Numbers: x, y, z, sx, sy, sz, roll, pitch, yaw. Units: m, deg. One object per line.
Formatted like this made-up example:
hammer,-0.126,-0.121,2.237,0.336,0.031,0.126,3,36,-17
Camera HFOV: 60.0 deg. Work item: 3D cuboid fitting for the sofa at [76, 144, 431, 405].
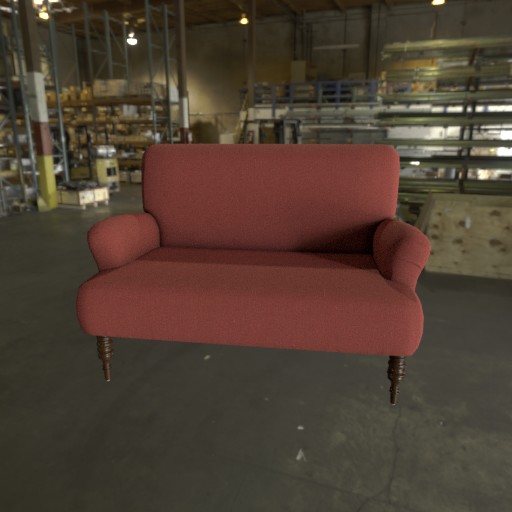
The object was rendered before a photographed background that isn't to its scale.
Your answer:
sofa,0.000,0.000,1.831,1.297,0.889,0.779,2,15,8
